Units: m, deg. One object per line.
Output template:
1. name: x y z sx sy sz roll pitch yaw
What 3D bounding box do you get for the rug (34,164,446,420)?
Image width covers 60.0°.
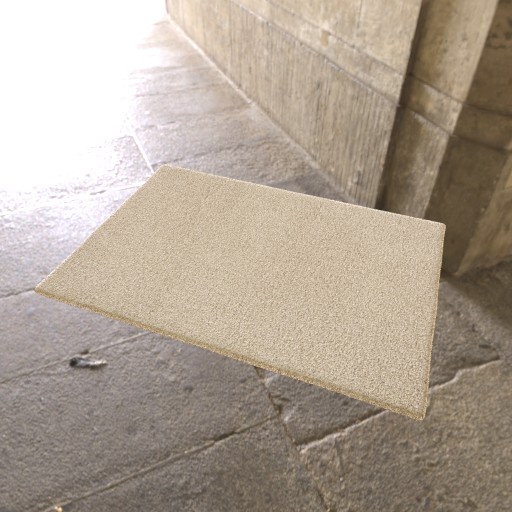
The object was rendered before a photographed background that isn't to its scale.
1. rug: 0.000 0.000 2.265 1.778 0.030 1.219 15 44 15
